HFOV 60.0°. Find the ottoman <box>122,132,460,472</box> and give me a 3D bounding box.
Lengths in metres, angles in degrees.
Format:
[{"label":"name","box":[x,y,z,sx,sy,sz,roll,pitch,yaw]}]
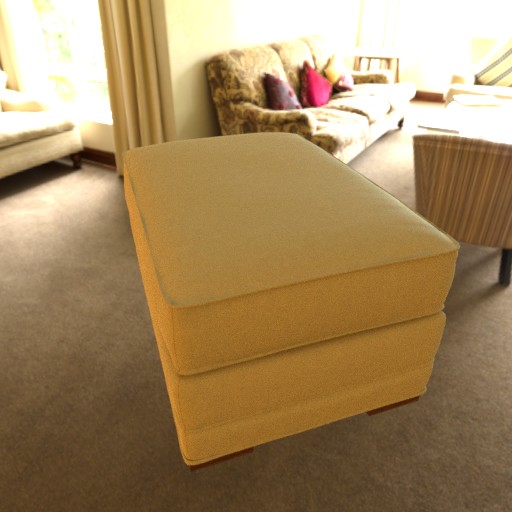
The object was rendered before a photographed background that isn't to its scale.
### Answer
[{"label":"ottoman","box":[0.000,0.000,1.199,0.611,0.482,0.848,-10,33,-16]}]
